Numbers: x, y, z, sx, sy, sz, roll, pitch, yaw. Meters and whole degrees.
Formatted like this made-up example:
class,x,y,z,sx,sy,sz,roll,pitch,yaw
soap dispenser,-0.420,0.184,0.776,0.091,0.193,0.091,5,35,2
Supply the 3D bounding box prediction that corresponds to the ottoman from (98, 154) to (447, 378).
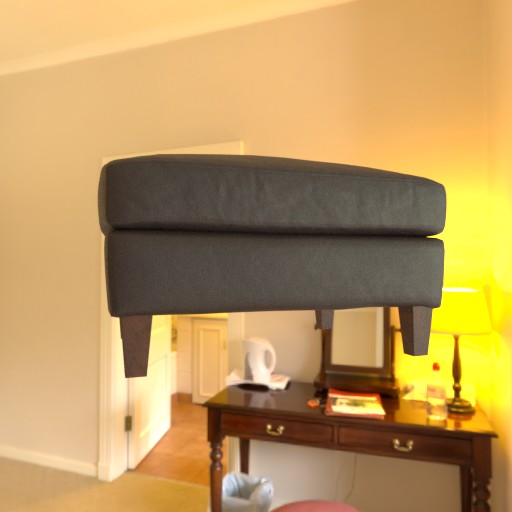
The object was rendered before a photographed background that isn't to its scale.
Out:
class,x,y,z,sx,sy,sz,roll,pitch,yaw
ottoman,0.000,0.000,1.316,0.887,0.529,0.659,0,-1,-18
